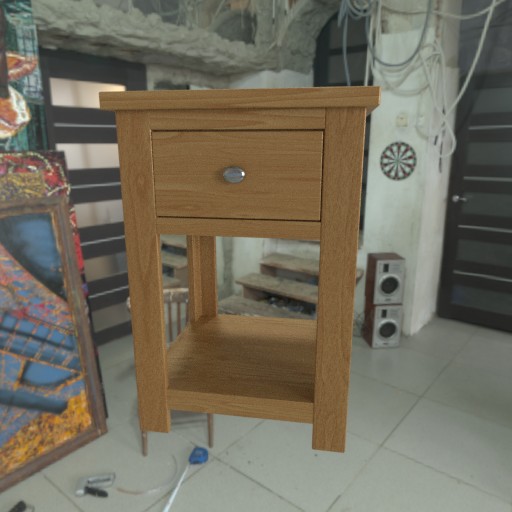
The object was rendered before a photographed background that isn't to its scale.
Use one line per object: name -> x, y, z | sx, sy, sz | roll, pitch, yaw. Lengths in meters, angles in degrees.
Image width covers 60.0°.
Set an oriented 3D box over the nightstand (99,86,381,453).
nightstand -> 0.000, 0.000, 0.929 | 0.428, 0.614, 0.418 | 2, 14, 9
